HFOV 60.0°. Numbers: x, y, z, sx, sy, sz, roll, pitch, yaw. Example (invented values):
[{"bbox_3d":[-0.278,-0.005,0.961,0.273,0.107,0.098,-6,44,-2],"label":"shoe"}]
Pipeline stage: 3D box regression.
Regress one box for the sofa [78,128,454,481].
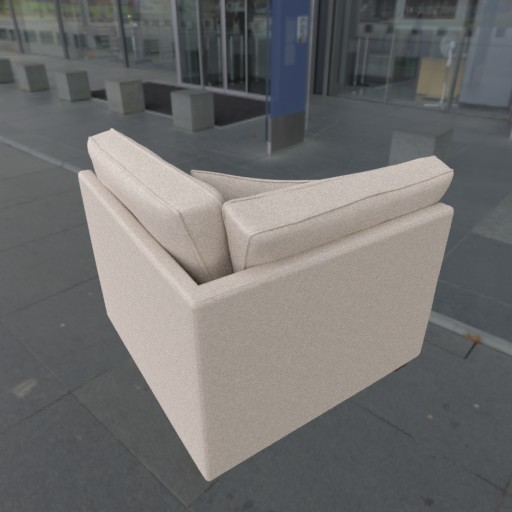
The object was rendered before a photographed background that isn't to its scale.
[{"bbox_3d":[0.000,0.000,1.799,1.050,0.937,1.042,-18,34,-29],"label":"sofa"}]
